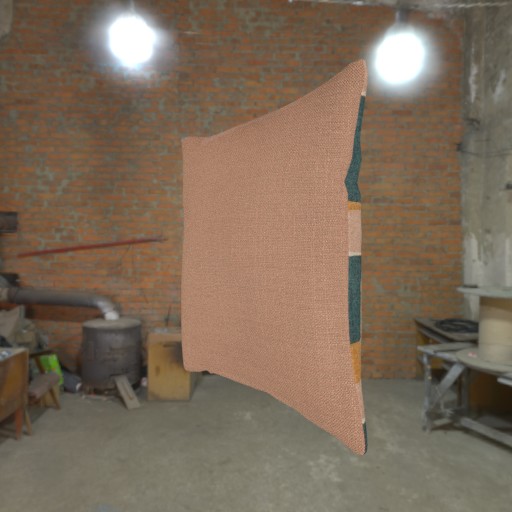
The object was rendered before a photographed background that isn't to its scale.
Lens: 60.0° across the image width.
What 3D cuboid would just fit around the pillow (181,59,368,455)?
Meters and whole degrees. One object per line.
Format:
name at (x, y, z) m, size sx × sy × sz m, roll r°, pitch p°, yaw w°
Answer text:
pillow at (0.000, 0.000, 0.731) m, size 0.158 × 0.479 × 0.478 m, roll -1°, pitch 1°, yaw -36°
